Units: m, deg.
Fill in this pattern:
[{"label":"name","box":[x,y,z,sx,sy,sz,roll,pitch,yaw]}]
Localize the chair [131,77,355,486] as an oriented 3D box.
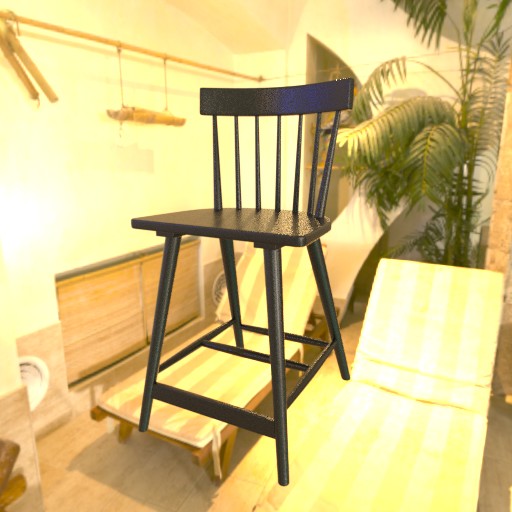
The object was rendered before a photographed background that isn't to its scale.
[{"label":"chair","box":[0.000,0.000,1.275,0.483,0.952,0.572,7,16,27]}]
